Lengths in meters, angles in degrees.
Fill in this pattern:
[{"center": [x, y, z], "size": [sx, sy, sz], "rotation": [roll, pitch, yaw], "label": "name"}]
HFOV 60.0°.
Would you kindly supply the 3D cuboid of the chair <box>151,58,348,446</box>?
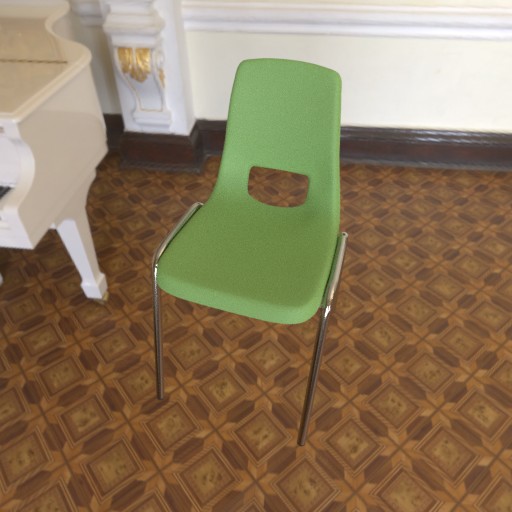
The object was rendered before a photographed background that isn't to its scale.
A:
[{"center": [0.000, 0.000, 0.975], "size": [0.381, 0.704, 0.436], "rotation": [13, 44, 14], "label": "chair"}]
